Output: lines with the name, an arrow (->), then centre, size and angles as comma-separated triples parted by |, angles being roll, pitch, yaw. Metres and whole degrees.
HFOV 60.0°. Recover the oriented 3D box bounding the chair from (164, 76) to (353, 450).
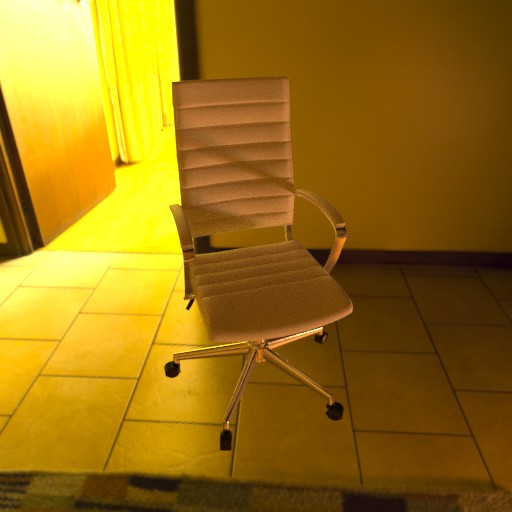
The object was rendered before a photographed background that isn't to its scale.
chair -> 0.000, 0.000, 1.646 | 0.766, 1.149, 0.739 | -9, 31, -15
